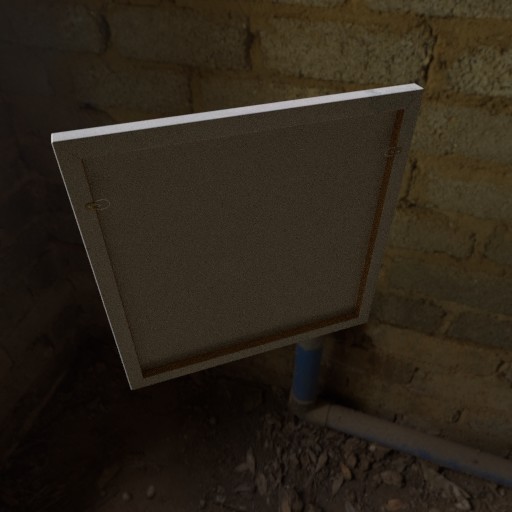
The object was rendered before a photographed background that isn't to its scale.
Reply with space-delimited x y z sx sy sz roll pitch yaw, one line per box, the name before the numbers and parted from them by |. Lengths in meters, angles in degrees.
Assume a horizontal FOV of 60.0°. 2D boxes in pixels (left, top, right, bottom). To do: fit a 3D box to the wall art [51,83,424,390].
wall art | 0.000 0.000 1.121 0.762 0.762 0.041 -13 42 -15
